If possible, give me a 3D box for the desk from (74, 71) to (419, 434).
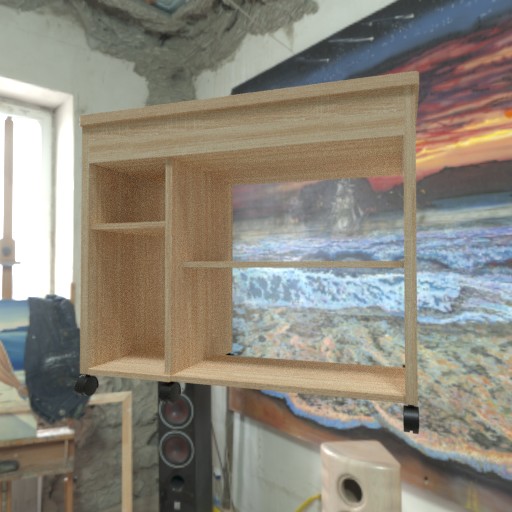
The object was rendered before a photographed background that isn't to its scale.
[{"bbox_3d":[0.000,0.000,1.288,0.884,0.770,0.480,0,-1,19],"label":"desk"}]
